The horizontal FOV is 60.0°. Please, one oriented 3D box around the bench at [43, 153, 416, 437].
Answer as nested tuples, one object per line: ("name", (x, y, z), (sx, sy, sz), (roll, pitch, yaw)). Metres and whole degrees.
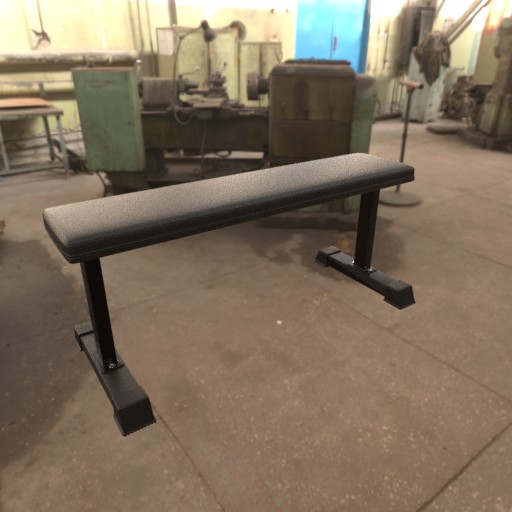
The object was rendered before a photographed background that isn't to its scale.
("bench", (0.000, 0.000, 1.313), (1.072, 0.453, 0.439), (-16, 30, -30))
